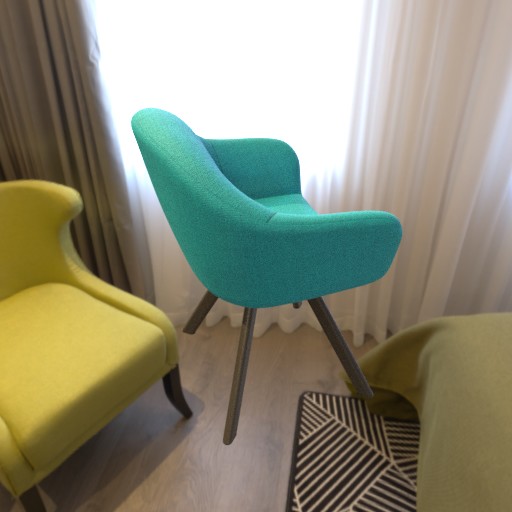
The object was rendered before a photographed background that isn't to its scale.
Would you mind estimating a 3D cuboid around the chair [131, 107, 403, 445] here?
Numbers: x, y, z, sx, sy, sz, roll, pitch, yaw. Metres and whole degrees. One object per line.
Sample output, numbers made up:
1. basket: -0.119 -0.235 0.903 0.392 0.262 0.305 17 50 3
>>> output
1. chair: 0.000 0.000 1.192 0.550 0.795 0.590 -11 33 -18
